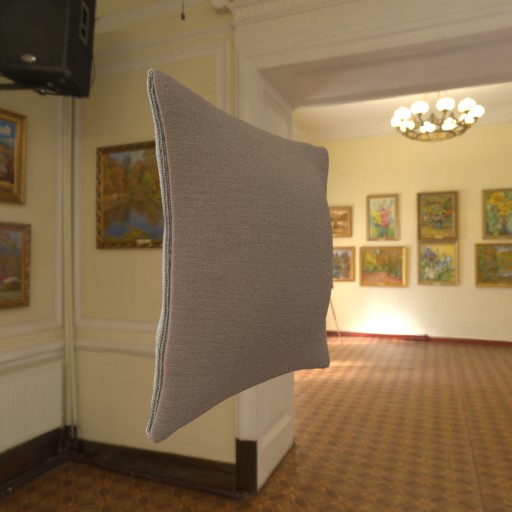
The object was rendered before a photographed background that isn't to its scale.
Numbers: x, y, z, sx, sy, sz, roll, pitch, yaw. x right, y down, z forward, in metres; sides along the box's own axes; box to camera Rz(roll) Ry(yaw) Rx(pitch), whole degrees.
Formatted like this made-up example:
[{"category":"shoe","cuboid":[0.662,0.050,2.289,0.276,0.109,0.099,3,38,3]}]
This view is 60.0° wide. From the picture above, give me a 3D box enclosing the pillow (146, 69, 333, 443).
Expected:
[{"category":"pillow","cuboid":[0.000,0.000,0.668,0.189,0.416,0.435,0,-1,35]}]
